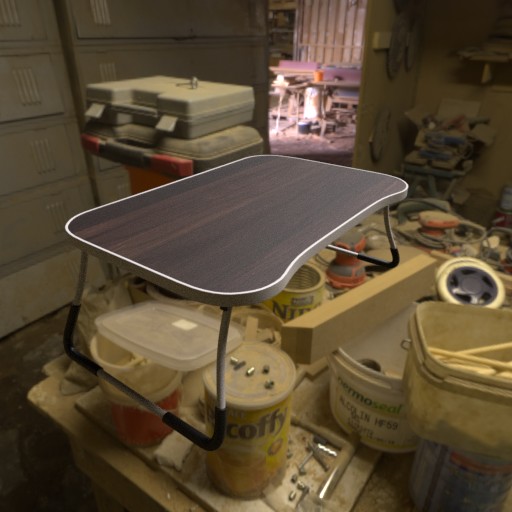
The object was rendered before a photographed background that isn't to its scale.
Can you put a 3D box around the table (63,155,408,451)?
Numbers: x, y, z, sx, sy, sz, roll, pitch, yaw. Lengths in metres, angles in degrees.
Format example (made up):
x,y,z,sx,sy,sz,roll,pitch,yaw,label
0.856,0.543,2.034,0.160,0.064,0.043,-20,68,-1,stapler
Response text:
x,y,z,sx,sy,sz,roll,pitch,yaw,label
0.000,0.000,0.868,0.400,0.232,0.660,19,33,32,table
